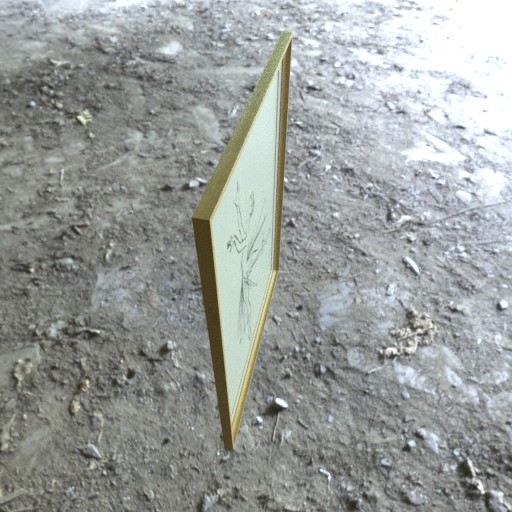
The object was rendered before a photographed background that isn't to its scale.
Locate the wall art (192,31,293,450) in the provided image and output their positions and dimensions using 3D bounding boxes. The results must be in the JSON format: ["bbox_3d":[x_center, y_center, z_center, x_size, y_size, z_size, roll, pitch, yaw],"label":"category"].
[{"bbox_3d":[0.000,0.000,1.337,0.030,1.002,0.798,9,48,9],"label":"wall art"}]
